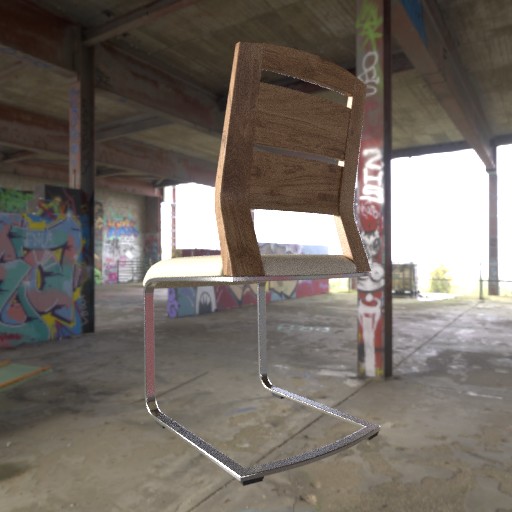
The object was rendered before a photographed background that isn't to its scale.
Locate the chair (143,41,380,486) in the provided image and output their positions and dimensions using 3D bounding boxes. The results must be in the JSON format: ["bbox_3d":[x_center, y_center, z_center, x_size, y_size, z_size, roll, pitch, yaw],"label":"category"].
[{"bbox_3d":[0.000,0.000,1.251,0.457,0.955,0.561,0,0,-37],"label":"chair"}]
